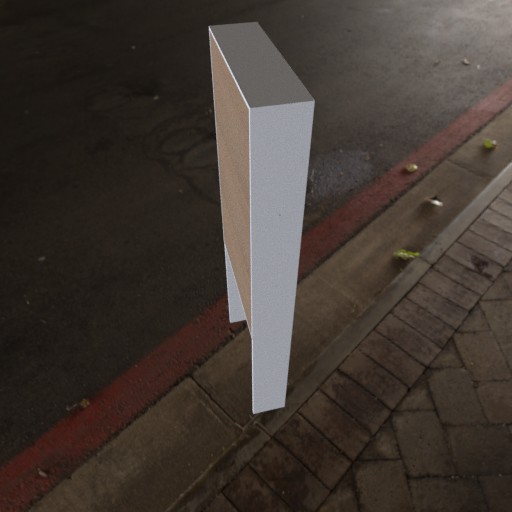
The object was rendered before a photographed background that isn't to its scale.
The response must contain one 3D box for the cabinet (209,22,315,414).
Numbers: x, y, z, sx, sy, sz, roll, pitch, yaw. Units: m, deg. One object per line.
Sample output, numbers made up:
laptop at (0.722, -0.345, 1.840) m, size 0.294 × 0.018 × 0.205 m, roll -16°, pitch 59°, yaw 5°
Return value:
cabinet at (0.000, 0.000, 2.020) m, size 0.192 × 1.770 × 0.643 m, roll -10°, pitch 46°, yaw -10°
